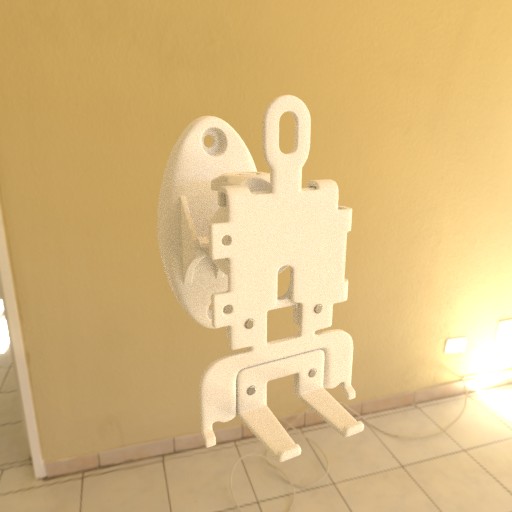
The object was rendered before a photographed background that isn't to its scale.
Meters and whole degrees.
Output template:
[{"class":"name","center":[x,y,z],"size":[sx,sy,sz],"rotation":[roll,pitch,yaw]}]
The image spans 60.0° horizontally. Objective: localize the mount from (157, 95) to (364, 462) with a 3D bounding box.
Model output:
[{"class":"mount","center":[0.000,0.000,0.176],"size":[0.066,0.118,0.100],"rotation":[-8,18,-26]}]
